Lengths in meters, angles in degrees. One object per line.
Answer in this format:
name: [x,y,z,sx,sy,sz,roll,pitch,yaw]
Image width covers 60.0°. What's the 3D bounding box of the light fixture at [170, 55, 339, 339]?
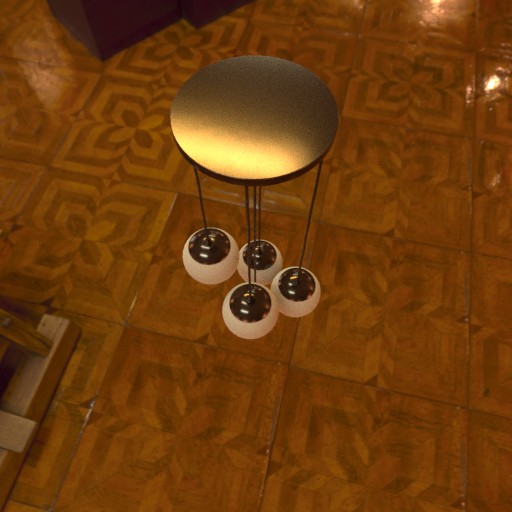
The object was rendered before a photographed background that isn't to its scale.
light fixture: [0.000,0.000,1.469,0.489,1.271,0.484,14,63,7]
